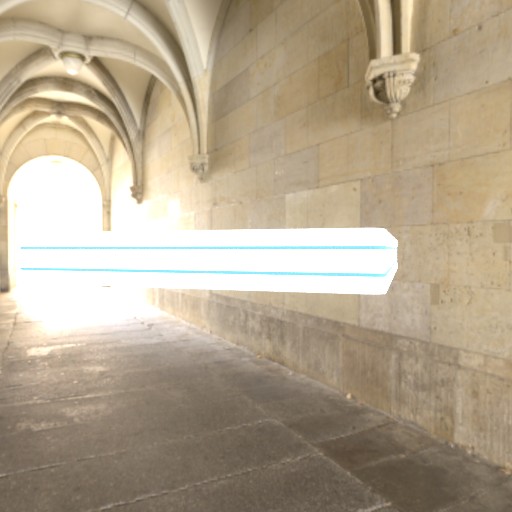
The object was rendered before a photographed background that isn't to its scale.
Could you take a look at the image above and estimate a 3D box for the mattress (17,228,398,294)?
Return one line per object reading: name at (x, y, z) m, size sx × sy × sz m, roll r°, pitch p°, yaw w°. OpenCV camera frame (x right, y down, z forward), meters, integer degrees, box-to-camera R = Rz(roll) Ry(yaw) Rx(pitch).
mattress at (0.000, 0.000, 2.682) m, size 1.600 × 0.230 × 2.000 m, roll 0°, pitch 1°, yaw 19°
